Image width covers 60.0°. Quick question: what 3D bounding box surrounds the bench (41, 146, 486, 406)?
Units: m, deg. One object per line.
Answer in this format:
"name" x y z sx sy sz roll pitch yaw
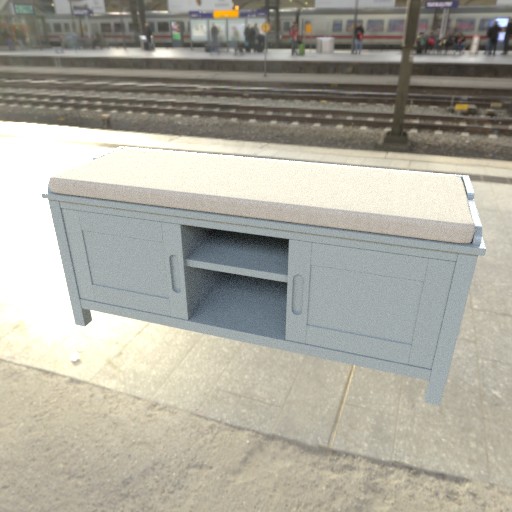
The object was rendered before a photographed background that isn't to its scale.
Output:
"bench" 0.000 0.000 1.341 1.140 0.501 0.398 9 28 16
